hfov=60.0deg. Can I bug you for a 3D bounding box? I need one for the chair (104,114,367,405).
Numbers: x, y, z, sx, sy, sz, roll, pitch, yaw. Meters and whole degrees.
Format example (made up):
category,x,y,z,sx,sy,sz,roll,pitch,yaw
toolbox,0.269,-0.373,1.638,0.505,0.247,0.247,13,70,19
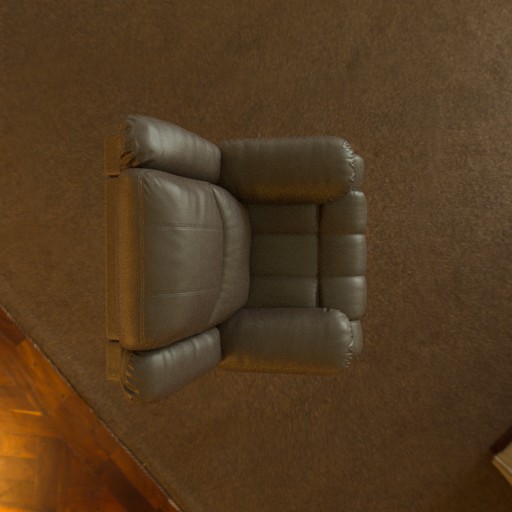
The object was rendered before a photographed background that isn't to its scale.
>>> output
category,x,y,z,sx,sy,sz,roll,pitch,yaw
chair,0.000,0.000,1.735,0.934,1.009,0.899,0,91,0
